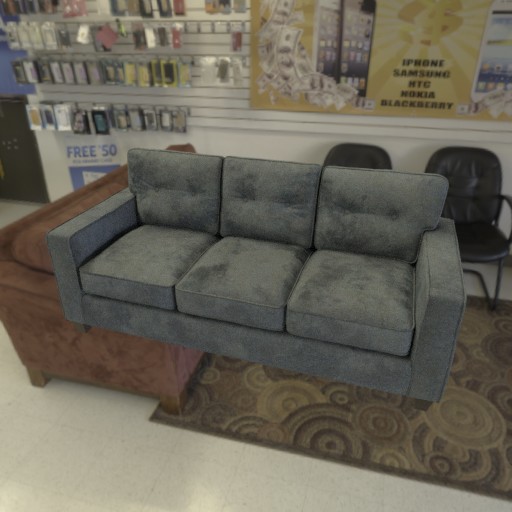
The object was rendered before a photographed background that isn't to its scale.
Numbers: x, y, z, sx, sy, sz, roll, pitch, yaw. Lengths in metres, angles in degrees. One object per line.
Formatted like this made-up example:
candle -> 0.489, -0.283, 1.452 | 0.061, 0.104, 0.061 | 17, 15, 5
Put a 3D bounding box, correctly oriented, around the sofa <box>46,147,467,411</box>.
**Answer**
sofa -> 0.000, 0.000, 2.546 | 2.133, 0.965, 0.939 | 9, 29, 16
